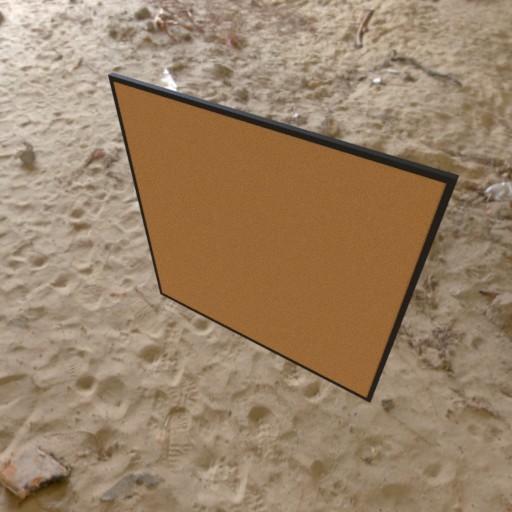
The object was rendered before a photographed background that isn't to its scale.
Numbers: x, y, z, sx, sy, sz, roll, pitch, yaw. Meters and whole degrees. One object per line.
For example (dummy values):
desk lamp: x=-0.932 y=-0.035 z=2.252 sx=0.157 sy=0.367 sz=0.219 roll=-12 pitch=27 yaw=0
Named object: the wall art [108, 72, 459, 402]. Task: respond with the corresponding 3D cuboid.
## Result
wall art: x=0.000 y=0.000 z=0.978 sx=0.664 sy=0.663 sz=0.015 roll=23 pitch=50 yaw=21
